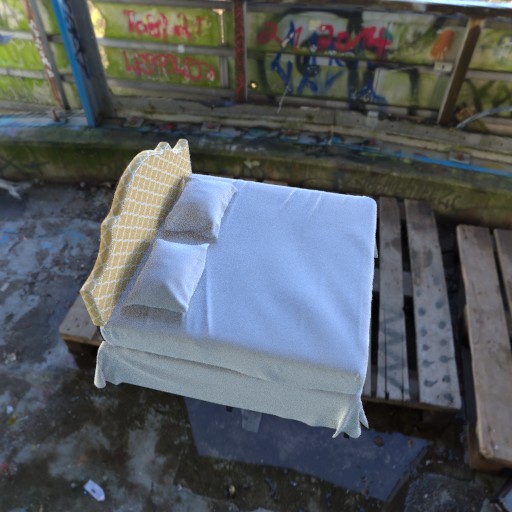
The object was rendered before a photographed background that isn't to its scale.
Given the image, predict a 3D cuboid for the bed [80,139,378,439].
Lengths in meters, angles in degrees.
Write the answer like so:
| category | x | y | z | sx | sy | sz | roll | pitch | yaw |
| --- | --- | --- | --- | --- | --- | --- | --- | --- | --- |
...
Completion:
| category | x | y | z | sx | sy | sz | roll | pitch | yaw |
| --- | --- | --- | --- | --- | --- | --- | --- | --- | --- |
| bed | 0.000 | 0.000 | 3.786 | 2.222 | 1.601 | 2.314 | 9 | 47 | 9 |
